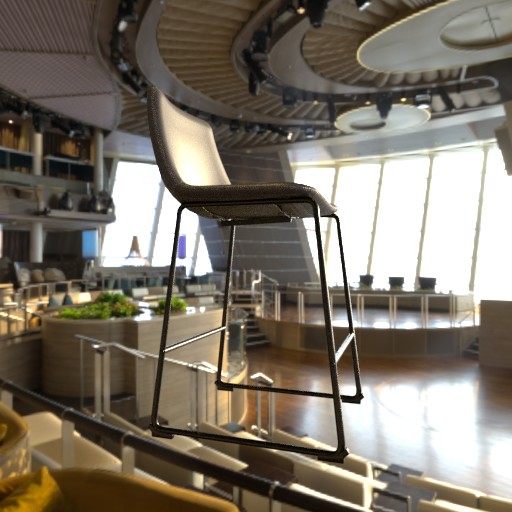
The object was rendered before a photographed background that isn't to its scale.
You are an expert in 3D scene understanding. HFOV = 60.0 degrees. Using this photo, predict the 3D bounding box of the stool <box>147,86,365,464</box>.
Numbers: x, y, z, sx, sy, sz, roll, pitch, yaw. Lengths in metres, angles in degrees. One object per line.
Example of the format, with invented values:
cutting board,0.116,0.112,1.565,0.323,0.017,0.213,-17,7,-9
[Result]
stool,0.000,0.000,1.211,0.546,0.876,0.470,0,0,18
